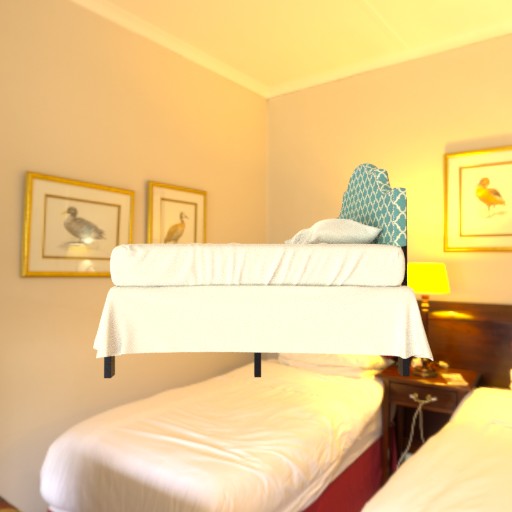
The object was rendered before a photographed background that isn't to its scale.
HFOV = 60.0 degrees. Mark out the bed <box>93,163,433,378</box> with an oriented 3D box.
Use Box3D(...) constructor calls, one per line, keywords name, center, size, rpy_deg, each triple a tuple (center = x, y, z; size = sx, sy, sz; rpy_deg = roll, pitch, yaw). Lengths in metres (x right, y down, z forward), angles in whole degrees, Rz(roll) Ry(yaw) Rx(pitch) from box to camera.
Box3D(name="bed", center=(0.000, 0.000, 3.875), size=(2.222, 1.601, 2.314), rpy_deg=(0, -1, -1))
